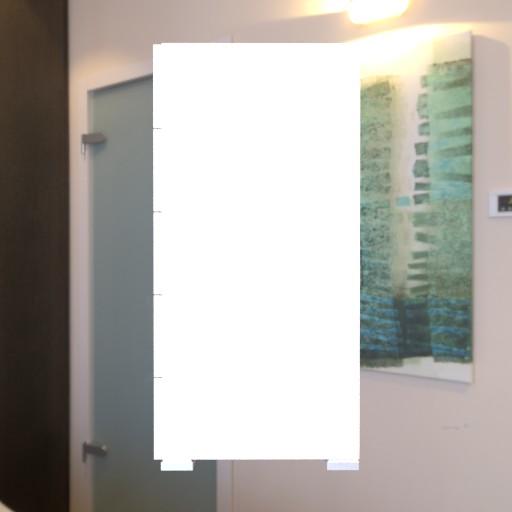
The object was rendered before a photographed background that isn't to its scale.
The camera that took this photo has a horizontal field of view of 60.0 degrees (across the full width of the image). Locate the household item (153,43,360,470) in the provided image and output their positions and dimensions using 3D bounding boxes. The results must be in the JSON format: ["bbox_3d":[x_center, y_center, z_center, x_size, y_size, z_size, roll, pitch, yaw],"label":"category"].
[{"bbox_3d":[0.000,0.000,1.302,0.420,0.870,0.800,0,1,0],"label":"household item"}]
